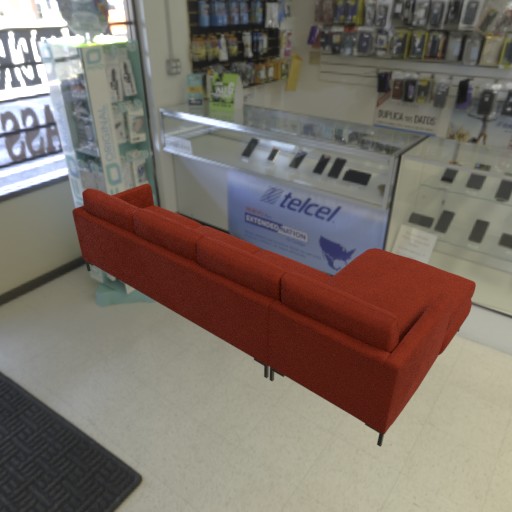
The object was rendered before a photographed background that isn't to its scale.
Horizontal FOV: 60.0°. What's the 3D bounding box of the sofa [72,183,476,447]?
[{"bbox_3d":[0.000,0.000,2.900,2.467,0.663,1.136,23,37,33],"label":"sofa"}]
